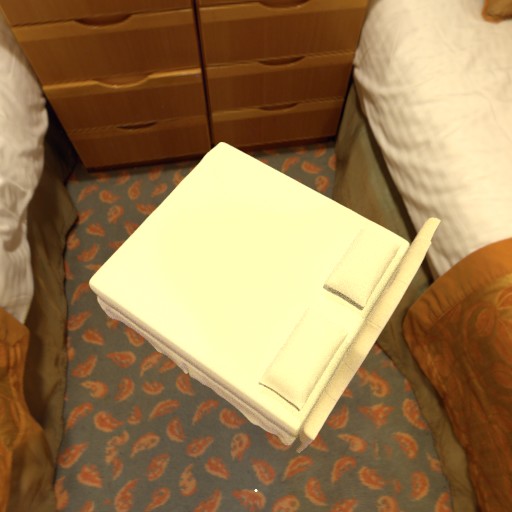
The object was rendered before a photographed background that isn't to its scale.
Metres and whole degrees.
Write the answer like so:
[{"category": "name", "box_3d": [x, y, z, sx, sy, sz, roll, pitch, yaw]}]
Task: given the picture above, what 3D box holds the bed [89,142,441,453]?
[{"category": "bed", "box_3d": [0.000, 0.000, 3.644, 2.214, 1.615, 2.008, 31, 66, 15]}]
